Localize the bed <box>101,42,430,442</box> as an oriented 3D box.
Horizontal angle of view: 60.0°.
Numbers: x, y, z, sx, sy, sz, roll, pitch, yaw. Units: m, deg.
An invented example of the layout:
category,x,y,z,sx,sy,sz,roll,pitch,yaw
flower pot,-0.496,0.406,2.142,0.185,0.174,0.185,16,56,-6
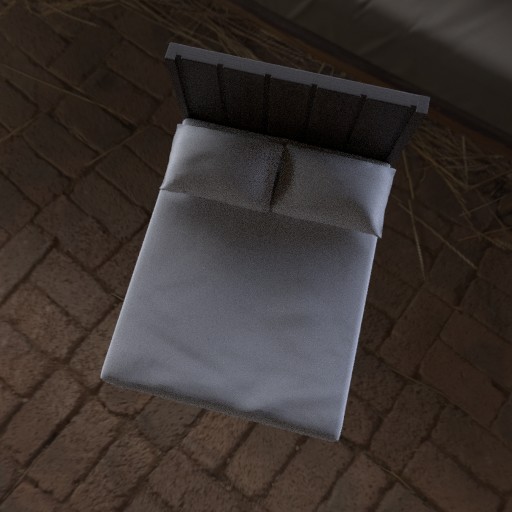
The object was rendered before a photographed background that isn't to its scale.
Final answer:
category,x,y,z,sx,sy,sz,roll,pitch,yaw
bed,0.000,0.000,3.217,1.727,1.270,2.242,14,76,3
